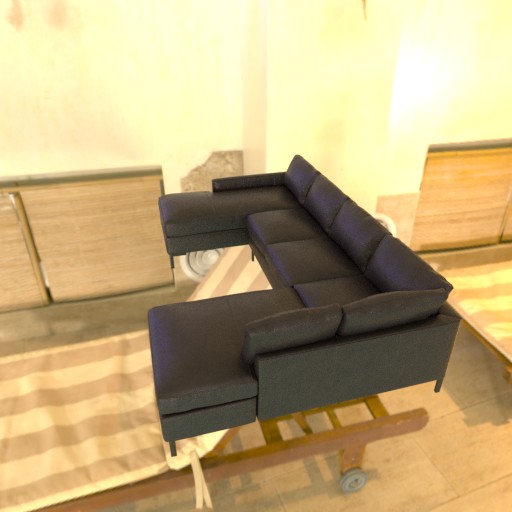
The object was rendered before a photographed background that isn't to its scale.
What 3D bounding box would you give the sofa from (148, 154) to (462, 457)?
[{"bbox_3d":[0.000,0.000,3.878,1.939,0.900,2.956,-8,31,-13],"label":"sofa"}]
